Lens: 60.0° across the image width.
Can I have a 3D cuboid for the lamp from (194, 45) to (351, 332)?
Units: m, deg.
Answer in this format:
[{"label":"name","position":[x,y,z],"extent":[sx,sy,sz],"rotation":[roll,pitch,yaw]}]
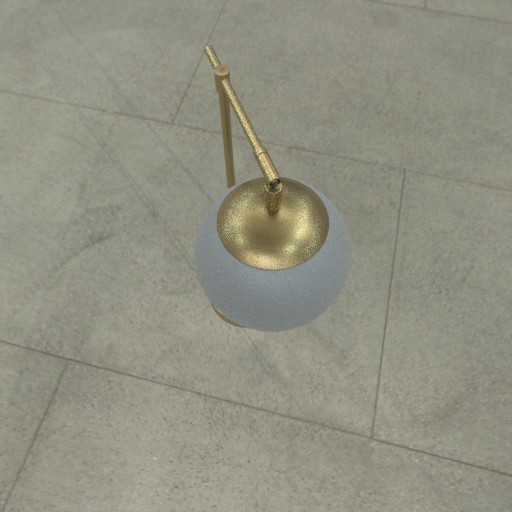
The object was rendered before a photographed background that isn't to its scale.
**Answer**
[{"label":"lamp","position":[0.000,0.000,0.721],"extent":[0.207,0.559,0.324],"rotation":[-19,65,-9]}]
